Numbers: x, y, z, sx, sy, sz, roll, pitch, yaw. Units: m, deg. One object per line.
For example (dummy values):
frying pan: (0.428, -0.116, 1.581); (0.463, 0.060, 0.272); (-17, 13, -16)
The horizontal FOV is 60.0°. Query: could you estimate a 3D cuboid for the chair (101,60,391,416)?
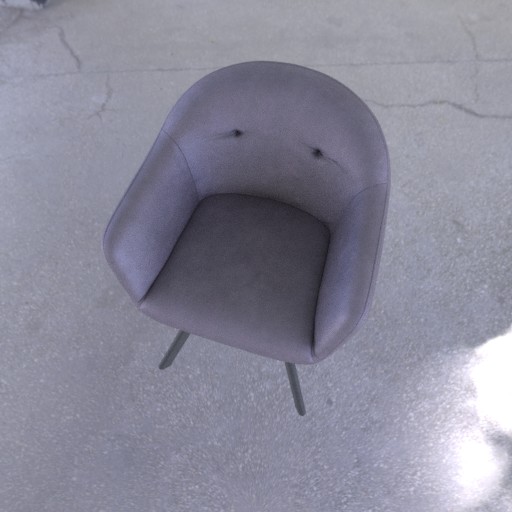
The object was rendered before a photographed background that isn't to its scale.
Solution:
chair: (0.000, 0.000, 1.159); (0.567, 0.781, 0.544); (15, 61, 9)
